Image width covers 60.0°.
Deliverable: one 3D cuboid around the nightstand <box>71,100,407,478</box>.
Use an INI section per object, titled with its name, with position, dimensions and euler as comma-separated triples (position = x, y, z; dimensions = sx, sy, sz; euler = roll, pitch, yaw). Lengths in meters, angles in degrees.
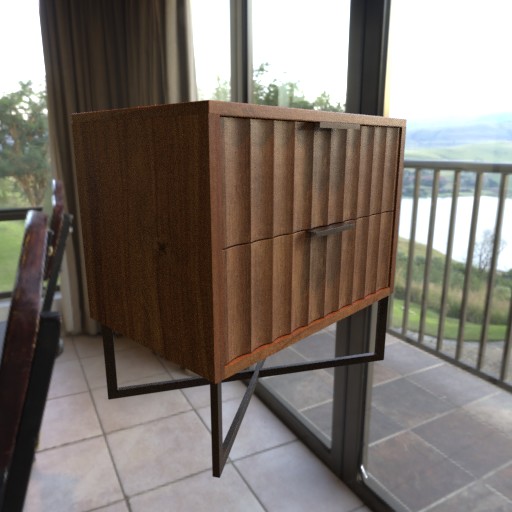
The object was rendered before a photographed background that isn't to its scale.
[nightstand]
position = 0.000, 0.000, 1.023
dimensions = 0.427, 0.615, 0.613
euler = 13, 19, 41
